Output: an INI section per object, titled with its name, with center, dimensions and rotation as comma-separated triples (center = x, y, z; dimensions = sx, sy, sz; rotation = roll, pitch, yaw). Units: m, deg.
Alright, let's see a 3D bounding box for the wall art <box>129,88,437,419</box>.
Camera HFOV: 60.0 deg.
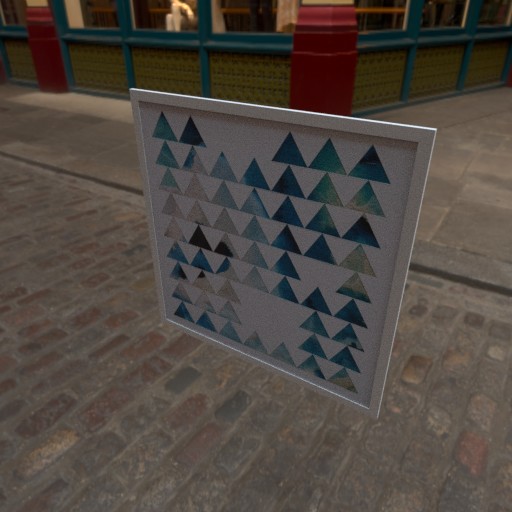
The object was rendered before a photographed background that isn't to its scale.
[wall art]
center = 0.000, 0.000, 0.694
dimensions = 0.456, 0.456, 0.007
rotation = 18, 35, 27
